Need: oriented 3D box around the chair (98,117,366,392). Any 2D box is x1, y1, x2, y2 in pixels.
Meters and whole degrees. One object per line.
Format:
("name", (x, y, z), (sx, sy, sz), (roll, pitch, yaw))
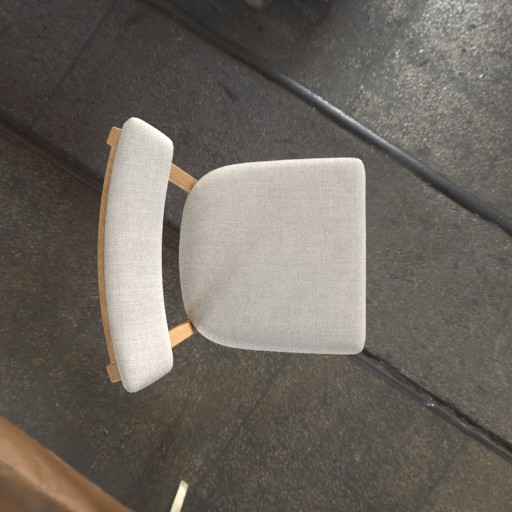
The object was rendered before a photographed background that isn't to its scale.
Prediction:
("chair", (0.000, 0.000, 1.180), (0.572, 0.832, 0.508), (0, 90, 0))
